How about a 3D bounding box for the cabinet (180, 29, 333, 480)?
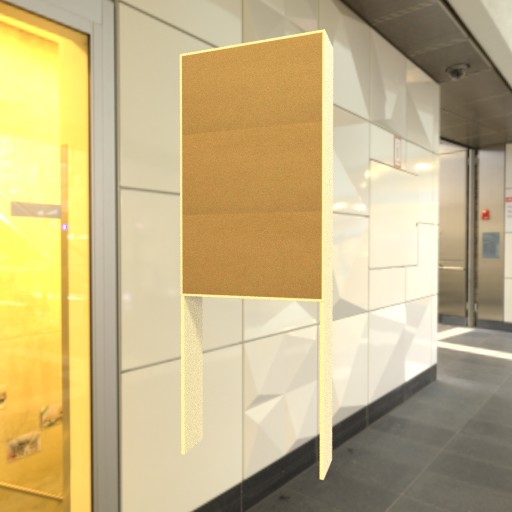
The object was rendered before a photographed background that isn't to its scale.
[{"bbox_3d":[0.000,0.000,1.942,0.643,1.770,0.192,0,1,20],"label":"cabinet"}]
